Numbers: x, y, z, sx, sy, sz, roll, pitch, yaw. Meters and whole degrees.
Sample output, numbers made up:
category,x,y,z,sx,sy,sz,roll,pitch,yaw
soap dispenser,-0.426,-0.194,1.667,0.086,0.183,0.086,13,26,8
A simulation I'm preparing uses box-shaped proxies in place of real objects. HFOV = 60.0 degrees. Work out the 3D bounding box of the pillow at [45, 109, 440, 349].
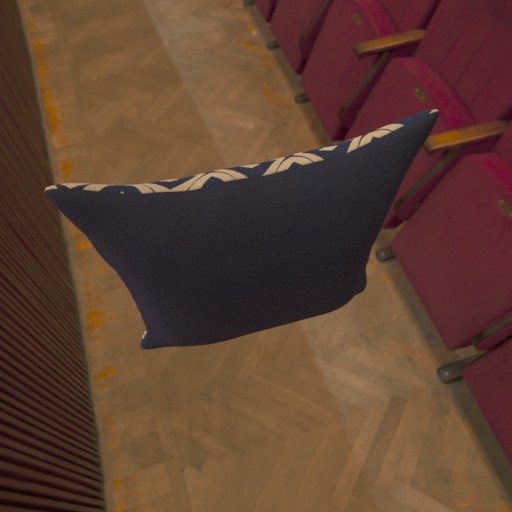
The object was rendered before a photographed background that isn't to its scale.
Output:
category,x,y,z,sx,sy,sz,roll,pitch,yaw
pillow,0.000,0.000,0.750,0.504,0.494,0.188,-14,58,-9
